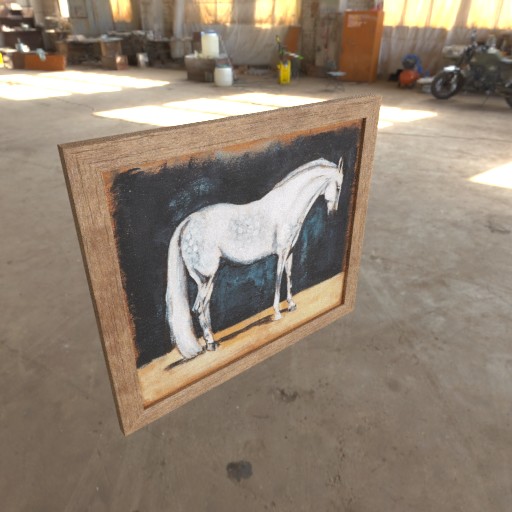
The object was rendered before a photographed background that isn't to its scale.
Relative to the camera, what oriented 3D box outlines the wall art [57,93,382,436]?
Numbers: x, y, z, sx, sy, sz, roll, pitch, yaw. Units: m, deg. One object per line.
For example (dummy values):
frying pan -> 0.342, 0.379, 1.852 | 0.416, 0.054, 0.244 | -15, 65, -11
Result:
wall art -> 0.000, 0.000, 0.943 | 0.690, 0.588, 0.026 | -21, 36, -33
